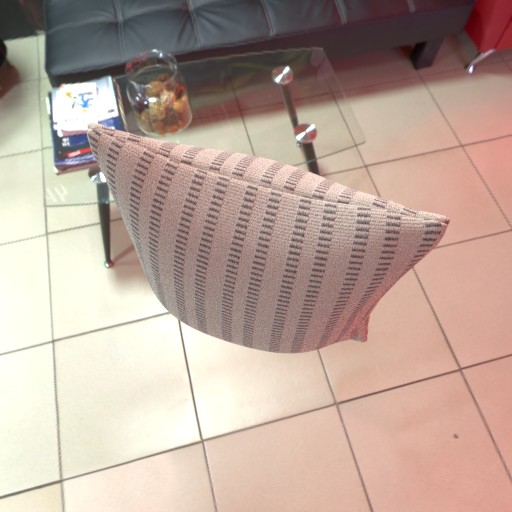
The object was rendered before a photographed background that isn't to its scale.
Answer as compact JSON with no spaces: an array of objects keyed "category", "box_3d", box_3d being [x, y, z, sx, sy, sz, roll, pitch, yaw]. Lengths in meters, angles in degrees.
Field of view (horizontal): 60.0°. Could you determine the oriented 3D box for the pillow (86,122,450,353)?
[{"category":"pillow","box_3d":[0.000,0.000,0.681,0.438,0.419,0.247,16,64,8]}]
